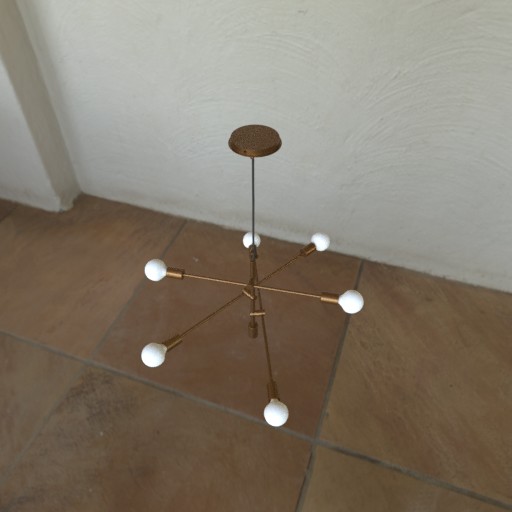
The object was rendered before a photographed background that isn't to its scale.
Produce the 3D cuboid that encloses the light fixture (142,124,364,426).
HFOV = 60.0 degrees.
[{"bbox_3d":[0.000,0.000,1.256,0.637,0.744,0.682,17,48,16],"label":"light fixture"}]
